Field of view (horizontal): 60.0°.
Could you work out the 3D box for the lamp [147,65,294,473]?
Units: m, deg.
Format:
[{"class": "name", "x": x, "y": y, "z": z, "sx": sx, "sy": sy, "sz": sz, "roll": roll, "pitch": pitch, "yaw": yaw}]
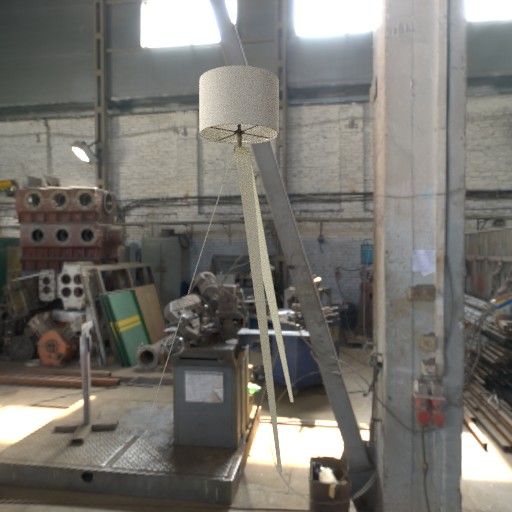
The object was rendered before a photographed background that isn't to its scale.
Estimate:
[{"class": "lamp", "x": 0.000, "y": 0.000, "z": 1.938, "sx": 0.724, "sy": 1.524, "sz": 0.716, "roll": -1, "pitch": 1, "yaw": -36}]
